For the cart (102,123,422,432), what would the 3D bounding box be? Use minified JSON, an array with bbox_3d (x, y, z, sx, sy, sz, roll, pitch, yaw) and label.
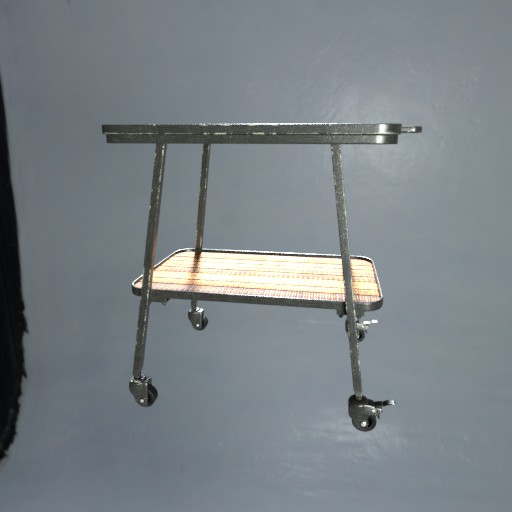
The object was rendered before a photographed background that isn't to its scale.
[{"bbox_3d":[0.000,0.000,1.242,0.806,0.700,0.515,3,16,10],"label":"cart"}]
